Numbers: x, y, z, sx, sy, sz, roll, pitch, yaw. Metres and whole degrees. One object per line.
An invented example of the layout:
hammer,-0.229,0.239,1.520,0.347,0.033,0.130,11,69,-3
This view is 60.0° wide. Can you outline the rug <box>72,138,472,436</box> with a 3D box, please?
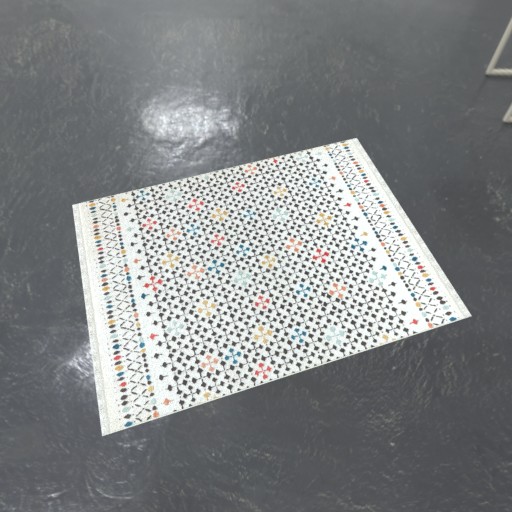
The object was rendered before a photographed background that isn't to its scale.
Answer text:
rug,0.000,0.000,4.209,3.196,0.007,2.354,-15,58,-10
